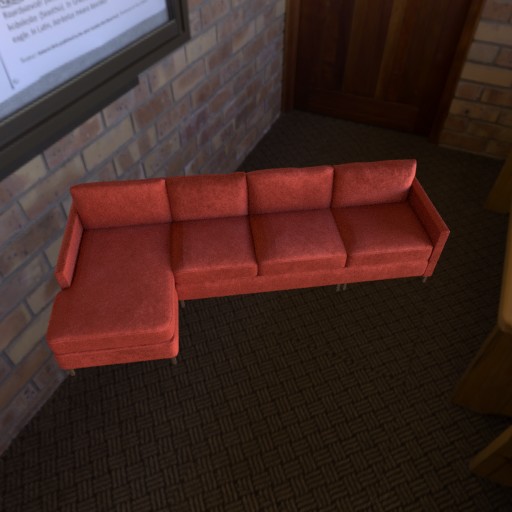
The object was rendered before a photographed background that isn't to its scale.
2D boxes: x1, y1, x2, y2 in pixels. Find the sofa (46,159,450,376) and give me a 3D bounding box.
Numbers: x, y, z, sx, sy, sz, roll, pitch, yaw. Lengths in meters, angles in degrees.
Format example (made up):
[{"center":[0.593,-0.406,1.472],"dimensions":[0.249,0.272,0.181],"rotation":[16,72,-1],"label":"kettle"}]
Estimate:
[{"center":[0.000,0.000,3.997],"dimensions":[3.400,0.967,1.500],"rotation":[-5,46,-5],"label":"sofa"}]
